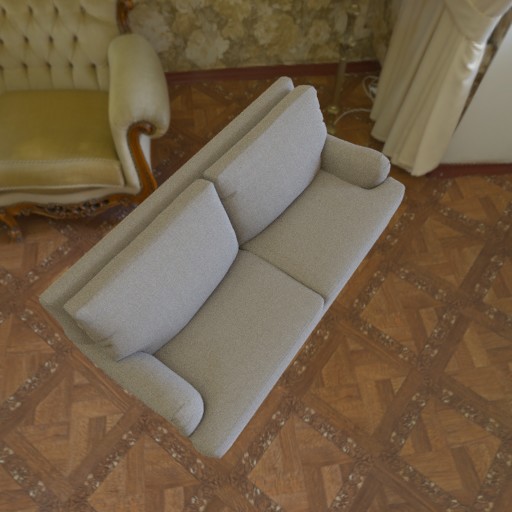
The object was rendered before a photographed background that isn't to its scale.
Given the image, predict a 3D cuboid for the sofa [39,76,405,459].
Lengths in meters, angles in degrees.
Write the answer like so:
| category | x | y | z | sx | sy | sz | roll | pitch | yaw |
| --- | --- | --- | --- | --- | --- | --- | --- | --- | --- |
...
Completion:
| category | x | y | z | sx | sy | sz | roll | pitch | yaw |
| --- | --- | --- | --- | --- | --- | --- | --- | --- | --- |
| sofa | 0.000 | 0.000 | 2.772 | 1.087 | 1.054 | 2.160 | 32 | 63 | 18 |
